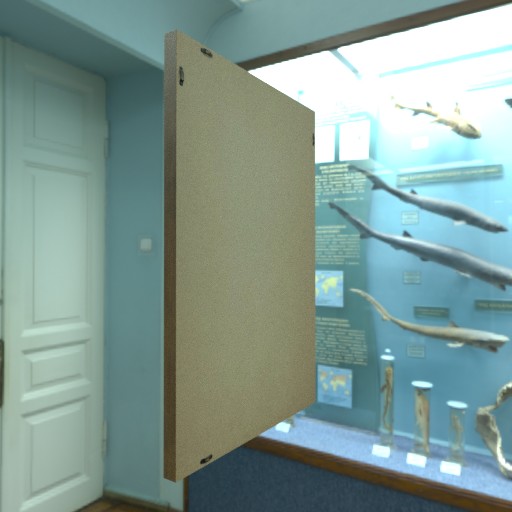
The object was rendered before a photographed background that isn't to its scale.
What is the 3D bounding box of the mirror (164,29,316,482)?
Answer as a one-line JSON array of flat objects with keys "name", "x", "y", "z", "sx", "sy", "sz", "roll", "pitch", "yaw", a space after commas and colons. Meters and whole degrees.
[{"name": "mirror", "x": 0.000, "y": 0.000, "z": 1.152, "sx": 0.040, "sy": 0.915, "sz": 0.609, "roll": 0, "pitch": -1, "yaw": 35}]
